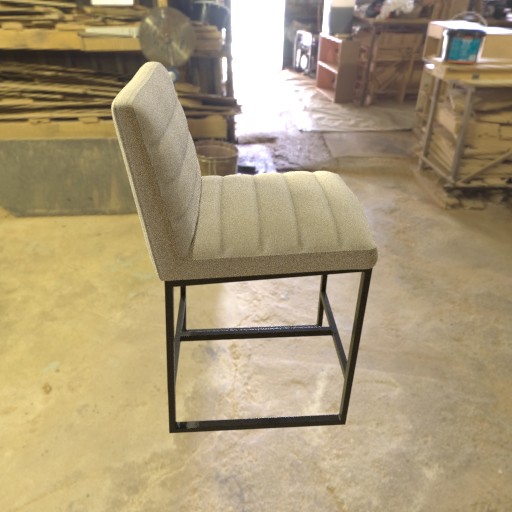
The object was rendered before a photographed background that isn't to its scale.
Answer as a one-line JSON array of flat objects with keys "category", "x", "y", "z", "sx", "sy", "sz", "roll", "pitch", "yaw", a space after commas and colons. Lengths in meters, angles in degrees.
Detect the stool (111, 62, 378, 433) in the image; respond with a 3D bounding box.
[{"category": "stool", "x": 0.000, "y": 0.000, "z": 1.261, "sx": 0.567, "sy": 0.971, "sz": 0.459, "roll": -2, "pitch": 33, "yaw": -3}]
